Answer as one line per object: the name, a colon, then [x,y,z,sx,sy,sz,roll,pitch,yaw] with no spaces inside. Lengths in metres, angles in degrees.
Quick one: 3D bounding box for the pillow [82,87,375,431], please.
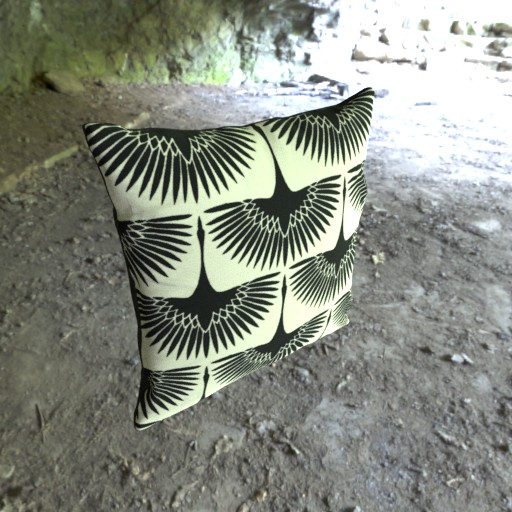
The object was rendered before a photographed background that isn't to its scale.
pillow: [0.000,0.000,0.648,0.432,0.432,0.139,-20,34,-32]
